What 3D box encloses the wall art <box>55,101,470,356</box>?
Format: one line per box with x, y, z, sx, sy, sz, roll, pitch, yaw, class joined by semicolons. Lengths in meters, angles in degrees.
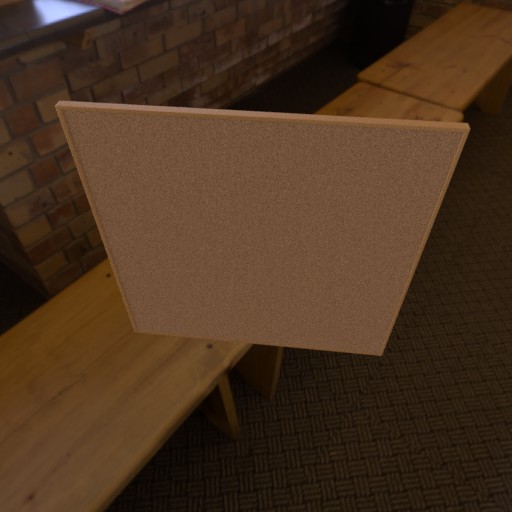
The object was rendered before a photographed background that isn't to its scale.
0.000;0.000;0.654;0.457;0.455;0.013;5;47;4;wall art
